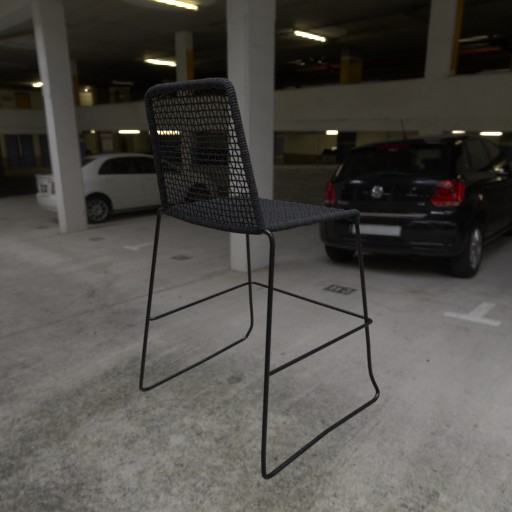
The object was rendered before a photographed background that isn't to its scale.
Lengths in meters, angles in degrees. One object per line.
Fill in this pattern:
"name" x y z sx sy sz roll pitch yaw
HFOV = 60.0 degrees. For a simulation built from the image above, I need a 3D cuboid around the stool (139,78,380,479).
"stool" 0.000 0.000 1.270 0.590 0.905 0.509 15 22 42
